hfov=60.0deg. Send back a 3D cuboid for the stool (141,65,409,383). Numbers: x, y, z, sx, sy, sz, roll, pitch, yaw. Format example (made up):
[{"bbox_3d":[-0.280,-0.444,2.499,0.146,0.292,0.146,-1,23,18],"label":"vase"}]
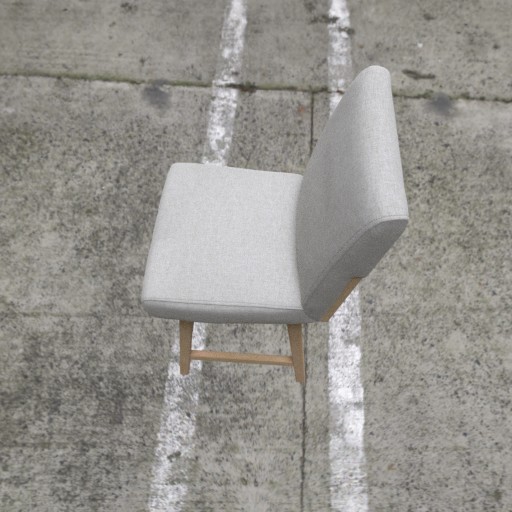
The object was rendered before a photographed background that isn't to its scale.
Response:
[{"bbox_3d":[0.000,0.000,1.393,0.606,1.085,0.507,3,59,2],"label":"stool"}]
